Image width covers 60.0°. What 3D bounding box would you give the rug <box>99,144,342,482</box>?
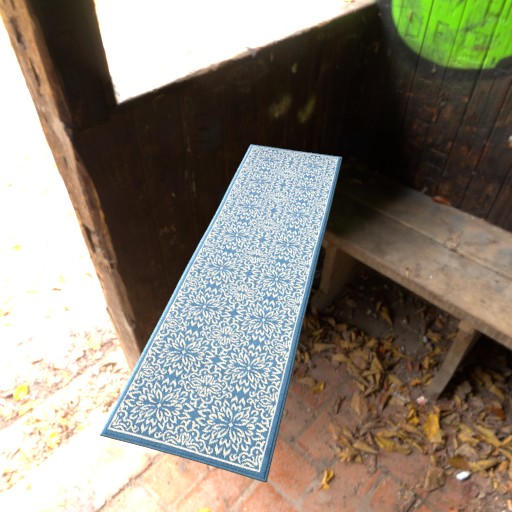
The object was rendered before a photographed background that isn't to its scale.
[{"bbox_3d":[0.000,0.000,2.390,0.662,0.011,2.196,11,46,11],"label":"rug"}]
